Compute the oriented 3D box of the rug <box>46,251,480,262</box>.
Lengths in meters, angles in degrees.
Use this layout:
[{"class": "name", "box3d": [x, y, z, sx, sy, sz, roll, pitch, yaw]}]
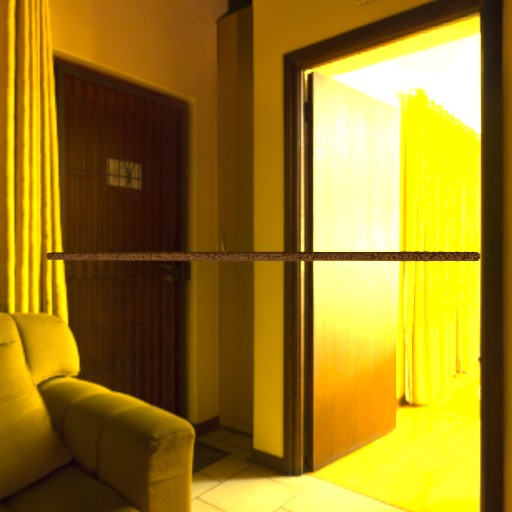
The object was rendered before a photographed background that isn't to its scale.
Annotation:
[{"class": "rug", "box3d": [0.000, 0.000, 1.758, 1.524, 0.030, 0.609, 0, 0, 19]}]
